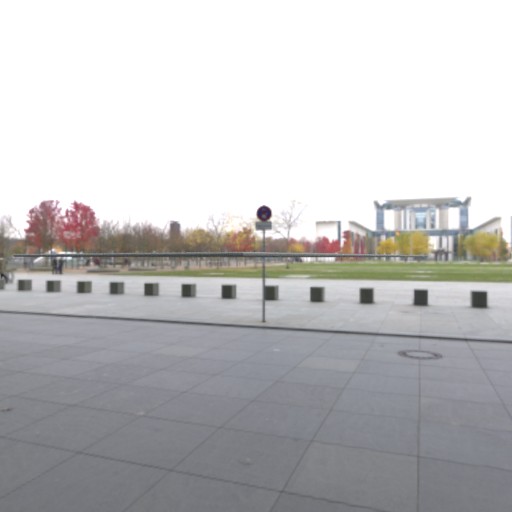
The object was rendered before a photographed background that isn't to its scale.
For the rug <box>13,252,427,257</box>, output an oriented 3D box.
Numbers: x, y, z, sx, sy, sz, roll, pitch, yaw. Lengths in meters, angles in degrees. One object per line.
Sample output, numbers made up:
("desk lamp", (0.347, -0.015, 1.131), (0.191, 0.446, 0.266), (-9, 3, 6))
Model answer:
("rug", (0.000, 0.000, 2.805), (1.526, 0.014, 2.290), (0, 0, 35))
